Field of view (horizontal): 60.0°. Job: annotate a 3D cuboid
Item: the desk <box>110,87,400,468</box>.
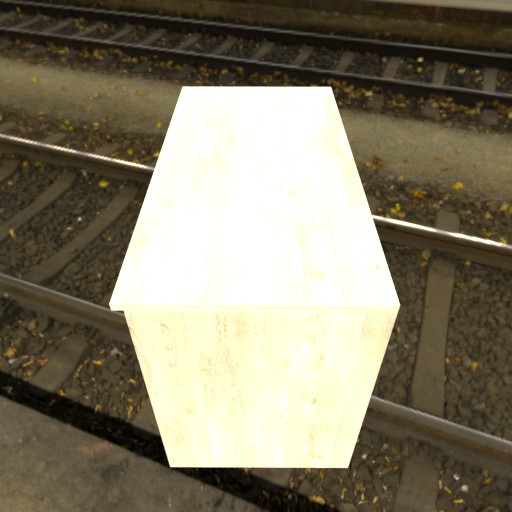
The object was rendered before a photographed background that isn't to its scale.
[{"bbox_3d":[0.000,0.000,1.505,0.560,0.730,1.100,0,42,0],"label":"desk"}]
